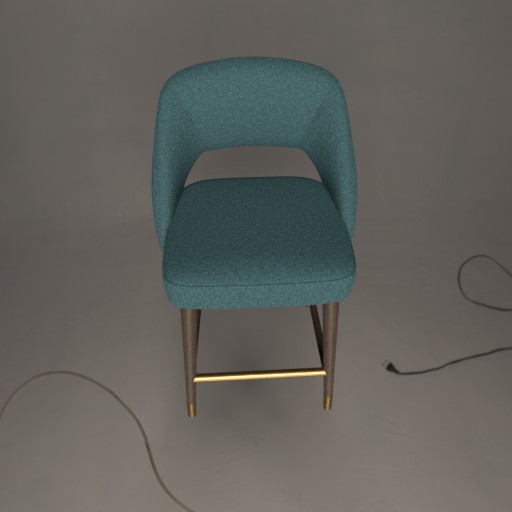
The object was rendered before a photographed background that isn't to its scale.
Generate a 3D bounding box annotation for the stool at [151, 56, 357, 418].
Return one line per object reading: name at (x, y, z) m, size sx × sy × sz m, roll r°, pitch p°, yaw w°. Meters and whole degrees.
stool at (0.000, 0.000, 1.280) m, size 0.536 × 0.939 × 0.522 m, roll -2°, pitch 45°, yaw -2°
